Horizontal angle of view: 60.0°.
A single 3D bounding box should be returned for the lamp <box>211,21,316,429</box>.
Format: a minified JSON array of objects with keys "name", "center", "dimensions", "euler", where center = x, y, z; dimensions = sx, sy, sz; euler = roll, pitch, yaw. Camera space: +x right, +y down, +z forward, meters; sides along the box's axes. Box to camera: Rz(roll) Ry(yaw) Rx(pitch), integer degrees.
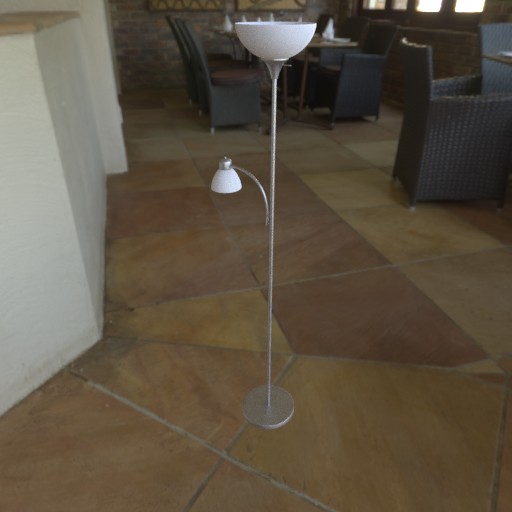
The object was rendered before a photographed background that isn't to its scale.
[{"name":"lamp","center":[0.000,0.000,1.936],"dimensions":[0.425,1.804,0.279],"euler":[18,34,28]}]
